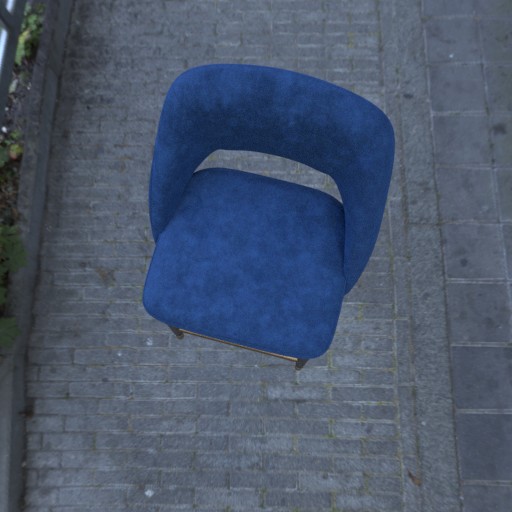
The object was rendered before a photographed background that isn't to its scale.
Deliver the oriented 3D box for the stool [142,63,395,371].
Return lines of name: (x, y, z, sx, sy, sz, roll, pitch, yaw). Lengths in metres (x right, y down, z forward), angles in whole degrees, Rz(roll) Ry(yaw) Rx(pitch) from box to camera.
stool: (0.000, 0.000, 1.214, 0.536, 0.925, 0.524, 14, 76, 3)
